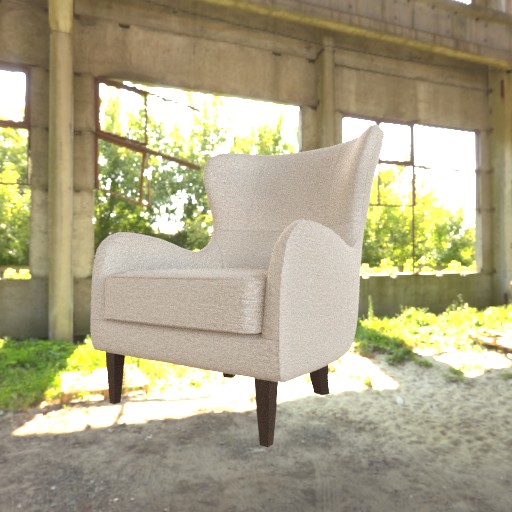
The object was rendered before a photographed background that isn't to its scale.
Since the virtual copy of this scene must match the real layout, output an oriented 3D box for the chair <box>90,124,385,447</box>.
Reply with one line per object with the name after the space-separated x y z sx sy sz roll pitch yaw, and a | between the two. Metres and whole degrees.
0.000 0.000 1.760 0.861 1.064 0.984 -1 -2 35 | chair
